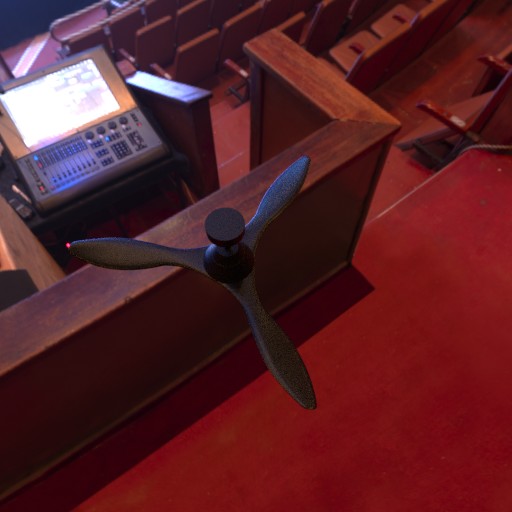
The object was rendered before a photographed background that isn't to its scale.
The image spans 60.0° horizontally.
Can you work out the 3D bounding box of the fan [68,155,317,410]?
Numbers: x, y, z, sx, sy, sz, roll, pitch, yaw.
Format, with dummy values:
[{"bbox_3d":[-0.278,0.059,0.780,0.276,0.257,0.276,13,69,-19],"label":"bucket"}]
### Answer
[{"bbox_3d":[0.000,0.000,1.636,1.067,0.305,1.067,-34,65,-18],"label":"fan"}]
